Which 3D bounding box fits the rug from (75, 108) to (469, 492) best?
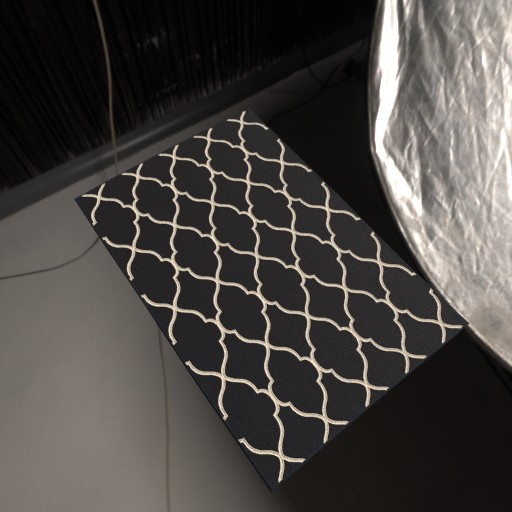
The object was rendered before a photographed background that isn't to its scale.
[{"bbox_3d":[0.000,0.000,2.911,1.528,0.014,2.294,-33,66,-17],"label":"rug"}]
